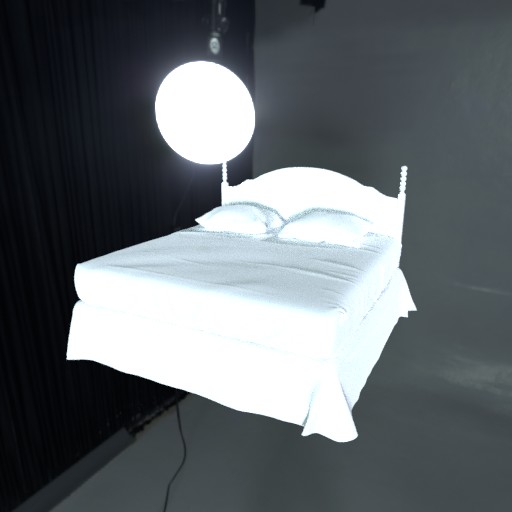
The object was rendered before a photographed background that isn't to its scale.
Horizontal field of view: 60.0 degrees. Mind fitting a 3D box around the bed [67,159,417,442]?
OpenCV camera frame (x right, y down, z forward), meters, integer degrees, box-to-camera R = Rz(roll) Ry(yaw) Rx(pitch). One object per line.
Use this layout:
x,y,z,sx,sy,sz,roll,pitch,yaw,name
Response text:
0.000,0.000,3.601,2.322,1.355,2.219,8,18,26,bed
